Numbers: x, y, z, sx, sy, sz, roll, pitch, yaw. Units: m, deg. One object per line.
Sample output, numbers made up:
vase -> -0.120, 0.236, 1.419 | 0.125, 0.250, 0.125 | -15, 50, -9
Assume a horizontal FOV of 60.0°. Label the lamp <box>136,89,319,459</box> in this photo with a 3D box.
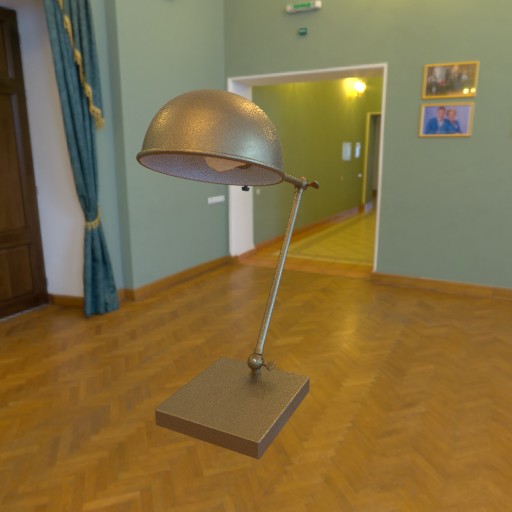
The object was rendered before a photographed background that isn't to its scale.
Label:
lamp -> 0.000, 0.000, 0.556 | 0.149, 0.371, 0.339 | 7, 15, 26
